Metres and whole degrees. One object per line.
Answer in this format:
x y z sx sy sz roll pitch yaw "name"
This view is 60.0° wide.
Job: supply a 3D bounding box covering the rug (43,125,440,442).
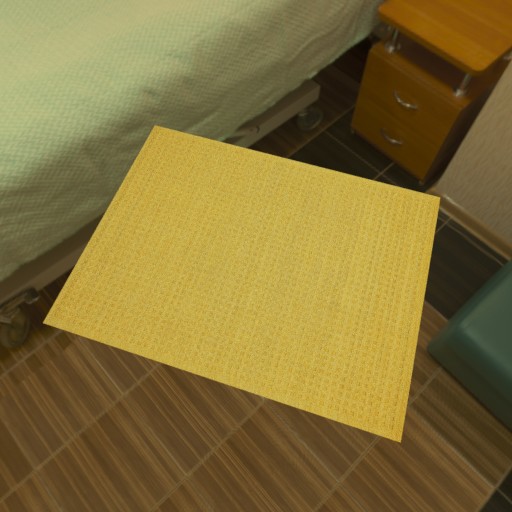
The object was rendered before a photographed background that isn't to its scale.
0.000 0.000 4.321 3.242 0.015 2.486 16 64 8 "rug"
